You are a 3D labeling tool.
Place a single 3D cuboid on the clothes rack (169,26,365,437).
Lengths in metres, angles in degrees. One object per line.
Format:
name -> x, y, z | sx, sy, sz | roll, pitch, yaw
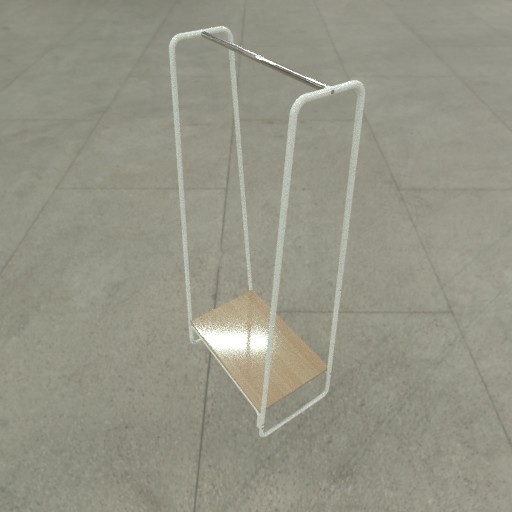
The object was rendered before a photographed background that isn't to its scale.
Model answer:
clothes rack -> 0.000, 0.000, 1.736 | 0.400, 1.500, 0.640 | -25, 47, -26
